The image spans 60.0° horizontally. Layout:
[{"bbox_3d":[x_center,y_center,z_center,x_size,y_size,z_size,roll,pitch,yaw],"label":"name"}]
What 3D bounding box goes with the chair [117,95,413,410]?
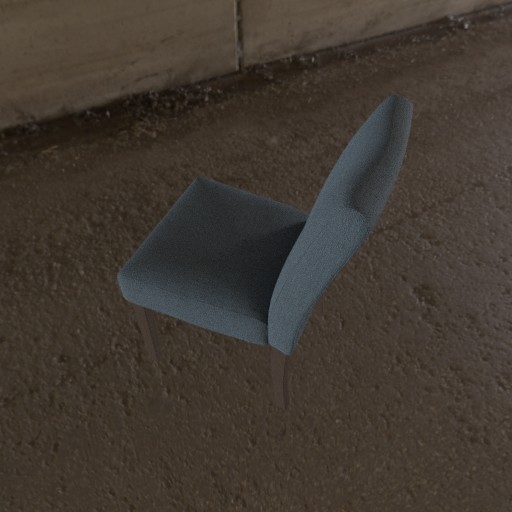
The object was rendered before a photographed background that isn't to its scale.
[{"bbox_3d":[0.000,0.000,1.263,0.629,0.882,0.487,17,50,15],"label":"chair"}]
